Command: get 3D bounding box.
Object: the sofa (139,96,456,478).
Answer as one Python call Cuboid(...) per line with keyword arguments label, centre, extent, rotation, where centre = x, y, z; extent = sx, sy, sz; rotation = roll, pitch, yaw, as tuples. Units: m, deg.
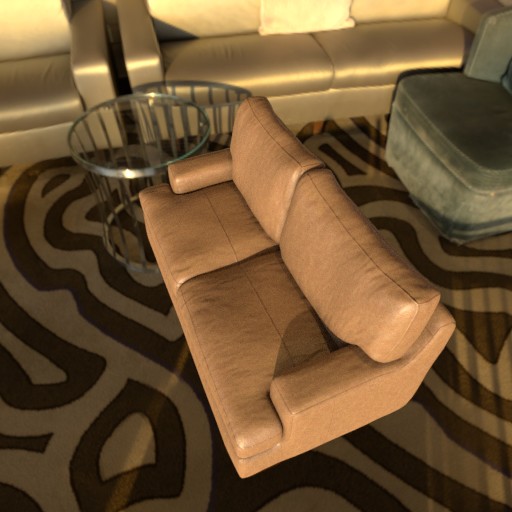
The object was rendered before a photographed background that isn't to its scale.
Cuboid(label="sofa", centre=(0.000, 0.000, 2.419), extent=(0.962, 0.980, 1.855), rotation=(-17, 50, -15))
